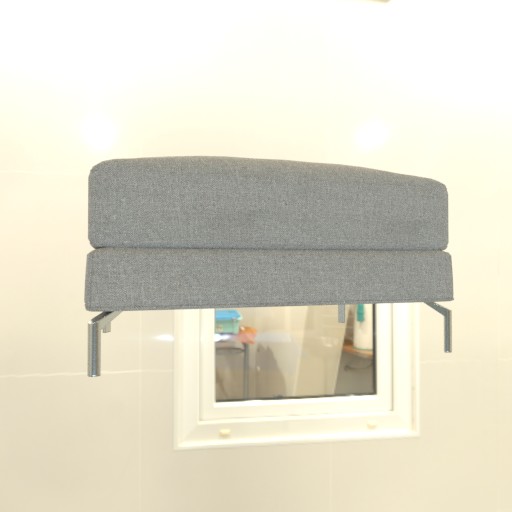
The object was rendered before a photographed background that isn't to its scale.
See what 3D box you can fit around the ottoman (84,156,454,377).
[{"bbox_3d":[0.000,0.000,1.199,0.838,0.457,0.584,0,-1,-16],"label":"ottoman"}]
